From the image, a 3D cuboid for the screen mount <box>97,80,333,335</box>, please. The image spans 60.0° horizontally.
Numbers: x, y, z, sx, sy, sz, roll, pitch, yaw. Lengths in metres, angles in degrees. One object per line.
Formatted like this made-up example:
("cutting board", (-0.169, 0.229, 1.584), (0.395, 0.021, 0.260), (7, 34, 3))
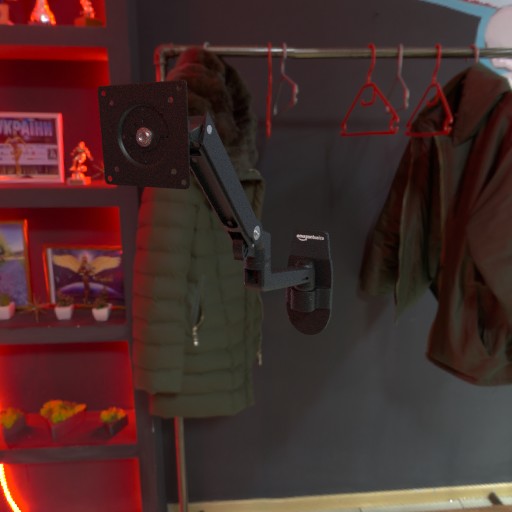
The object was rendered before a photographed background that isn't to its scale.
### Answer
("screen mount", (0.000, 0.000, 0.708), (0.115, 0.466, 0.495), (8, 16, 27))
